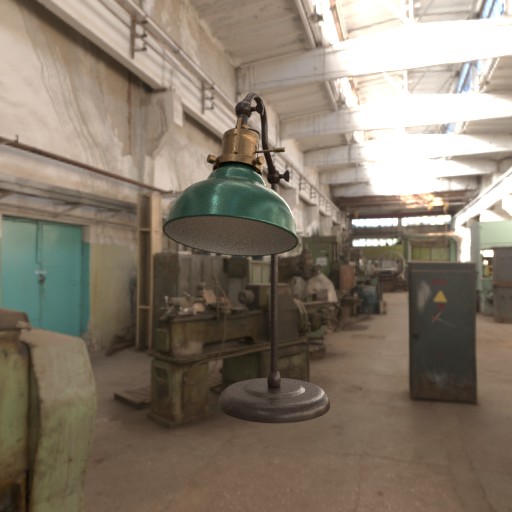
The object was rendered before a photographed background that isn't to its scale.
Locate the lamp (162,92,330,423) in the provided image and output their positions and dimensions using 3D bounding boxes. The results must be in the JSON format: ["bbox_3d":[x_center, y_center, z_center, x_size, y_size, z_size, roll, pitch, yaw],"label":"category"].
[{"bbox_3d":[0.000,0.000,0.687,0.192,0.508,0.374,0,-1,20],"label":"lamp"}]
